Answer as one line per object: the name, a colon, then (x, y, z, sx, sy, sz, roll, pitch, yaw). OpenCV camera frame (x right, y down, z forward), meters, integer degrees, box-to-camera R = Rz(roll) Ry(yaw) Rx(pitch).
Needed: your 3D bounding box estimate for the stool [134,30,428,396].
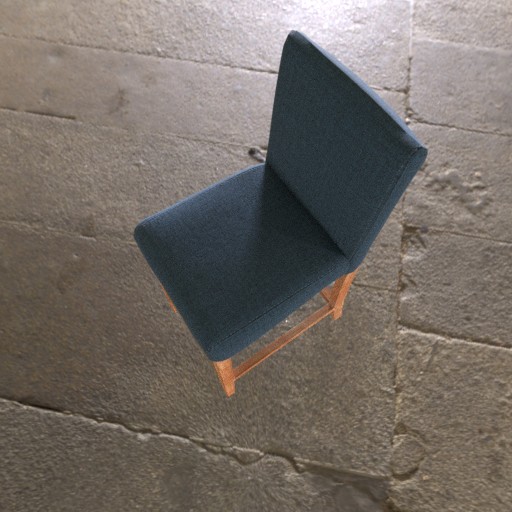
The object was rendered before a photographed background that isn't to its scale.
stool: (0.000, 0.000, 1.324, 0.567, 1.039, 0.454, -31, 68, -15)
